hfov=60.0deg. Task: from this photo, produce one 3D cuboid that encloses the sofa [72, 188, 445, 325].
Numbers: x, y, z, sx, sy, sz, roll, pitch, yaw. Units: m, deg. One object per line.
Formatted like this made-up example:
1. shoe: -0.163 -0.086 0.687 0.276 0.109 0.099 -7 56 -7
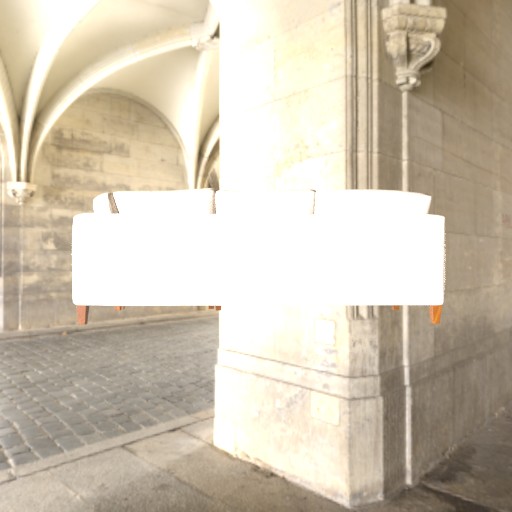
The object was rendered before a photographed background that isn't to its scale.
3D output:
1. sofa: 0.000 0.000 4.726 2.594 0.961 3.460 0 0 -1
